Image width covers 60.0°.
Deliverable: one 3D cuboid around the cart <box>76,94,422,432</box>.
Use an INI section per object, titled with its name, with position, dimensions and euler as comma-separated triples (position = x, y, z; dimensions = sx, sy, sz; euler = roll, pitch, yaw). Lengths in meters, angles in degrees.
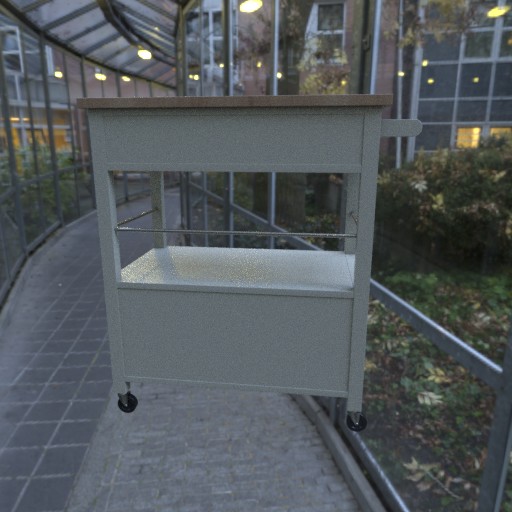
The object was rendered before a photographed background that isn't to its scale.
[cart]
position = 0.000, 0.000, 1.380
dimensions = 0.840, 0.901, 0.459
euler = 2, 15, 7
